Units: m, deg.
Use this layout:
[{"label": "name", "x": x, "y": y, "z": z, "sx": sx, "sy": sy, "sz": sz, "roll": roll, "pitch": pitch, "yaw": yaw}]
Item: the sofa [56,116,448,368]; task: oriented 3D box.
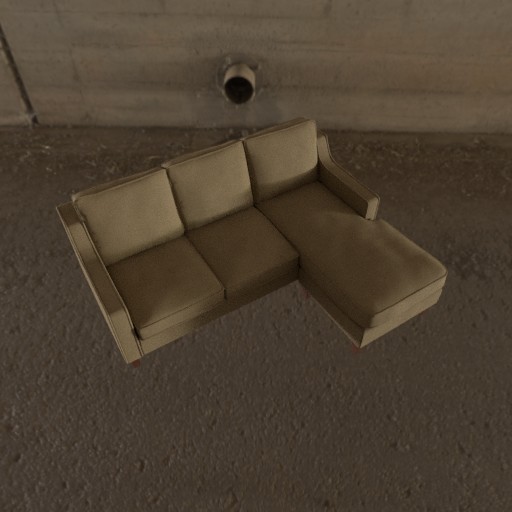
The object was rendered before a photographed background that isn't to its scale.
[{"label": "sofa", "x": 0.000, "y": 0.000, "z": 3.370, "sx": 2.317, "sy": 1.066, "sz": 1.858, "roll": -24, "pitch": 51, "yaw": -21}]
